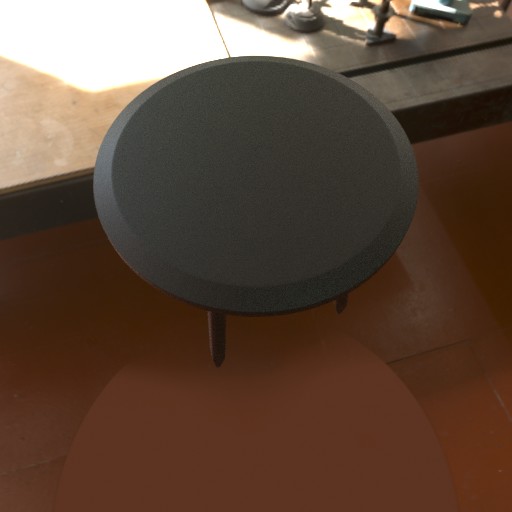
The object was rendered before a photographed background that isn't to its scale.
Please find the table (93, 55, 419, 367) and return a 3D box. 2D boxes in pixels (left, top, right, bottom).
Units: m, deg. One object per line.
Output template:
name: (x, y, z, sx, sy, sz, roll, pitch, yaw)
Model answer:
table: (0.000, 0.000, 0.880, 0.457, 0.585, 0.457, 0, 61, 0)
